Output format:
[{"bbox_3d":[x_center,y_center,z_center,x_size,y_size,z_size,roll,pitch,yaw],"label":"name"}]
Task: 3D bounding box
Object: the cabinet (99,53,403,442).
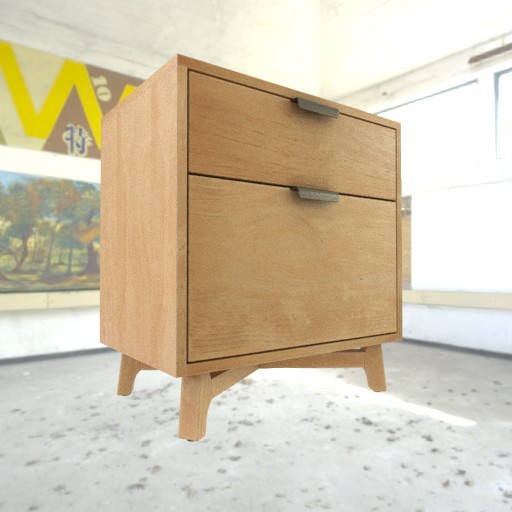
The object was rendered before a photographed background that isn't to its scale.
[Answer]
[{"bbox_3d":[0.000,0.000,0.966,0.551,0.599,0.394,1,-1,-36],"label":"cabinet"}]
